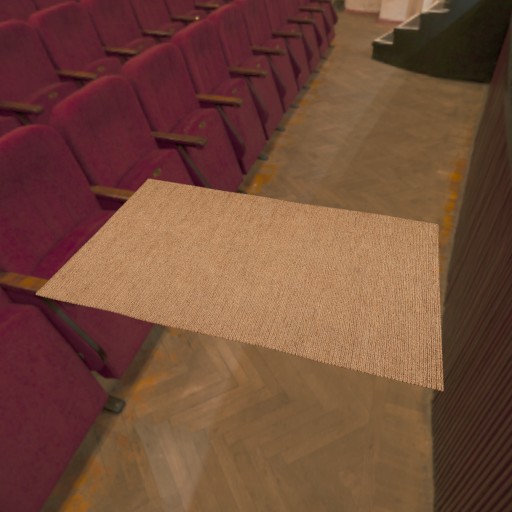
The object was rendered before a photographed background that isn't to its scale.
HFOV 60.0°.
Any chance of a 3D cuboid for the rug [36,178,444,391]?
[{"bbox_3d":[0.000,0.000,3.080,2.439,0.011,1.533,11,40,13],"label":"rug"}]
